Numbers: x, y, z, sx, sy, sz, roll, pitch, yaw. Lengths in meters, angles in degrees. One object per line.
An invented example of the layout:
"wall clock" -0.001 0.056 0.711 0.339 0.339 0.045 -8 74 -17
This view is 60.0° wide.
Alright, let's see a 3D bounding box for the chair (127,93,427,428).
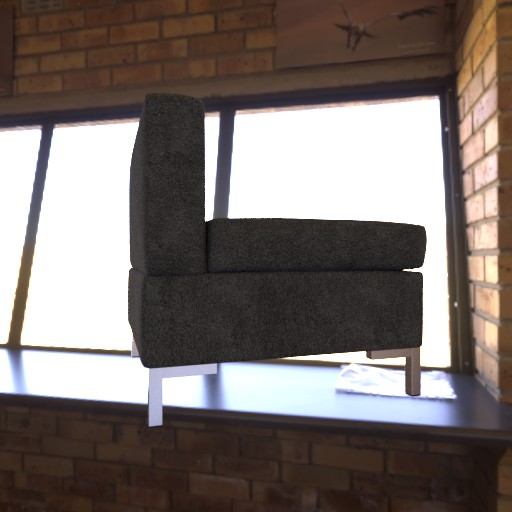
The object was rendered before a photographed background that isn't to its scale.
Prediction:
"chair" 0.000 0.000 1.252 0.680 0.660 0.680 0 0 -19
